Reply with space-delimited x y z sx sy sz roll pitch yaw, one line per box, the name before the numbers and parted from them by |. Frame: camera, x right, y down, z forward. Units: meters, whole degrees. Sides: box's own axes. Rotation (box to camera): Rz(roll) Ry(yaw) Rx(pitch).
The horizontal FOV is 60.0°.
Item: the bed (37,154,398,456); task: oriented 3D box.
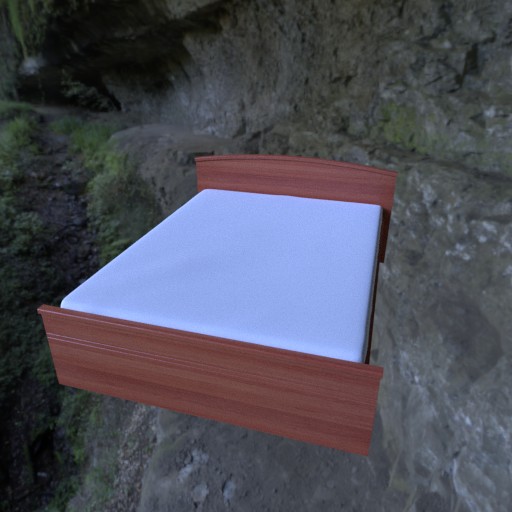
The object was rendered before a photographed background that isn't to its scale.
bed | 0.000 0.000 2.923 1.683 0.848 2.053 8 27 15
